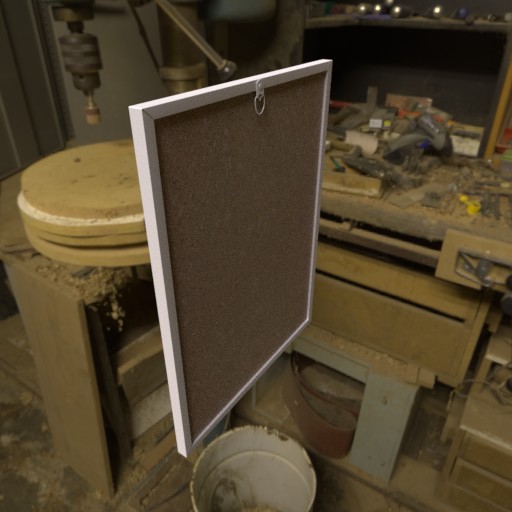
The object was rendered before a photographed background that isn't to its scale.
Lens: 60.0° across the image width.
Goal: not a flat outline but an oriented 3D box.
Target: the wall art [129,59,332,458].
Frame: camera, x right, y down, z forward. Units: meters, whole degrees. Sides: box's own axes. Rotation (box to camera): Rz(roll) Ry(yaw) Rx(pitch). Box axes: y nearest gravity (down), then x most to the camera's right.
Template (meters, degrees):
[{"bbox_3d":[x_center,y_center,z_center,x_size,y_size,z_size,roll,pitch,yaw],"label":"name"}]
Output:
[{"bbox_3d":[0.000,0.000,1.397,0.042,1.056,0.805,20,36,29],"label":"wall art"}]
